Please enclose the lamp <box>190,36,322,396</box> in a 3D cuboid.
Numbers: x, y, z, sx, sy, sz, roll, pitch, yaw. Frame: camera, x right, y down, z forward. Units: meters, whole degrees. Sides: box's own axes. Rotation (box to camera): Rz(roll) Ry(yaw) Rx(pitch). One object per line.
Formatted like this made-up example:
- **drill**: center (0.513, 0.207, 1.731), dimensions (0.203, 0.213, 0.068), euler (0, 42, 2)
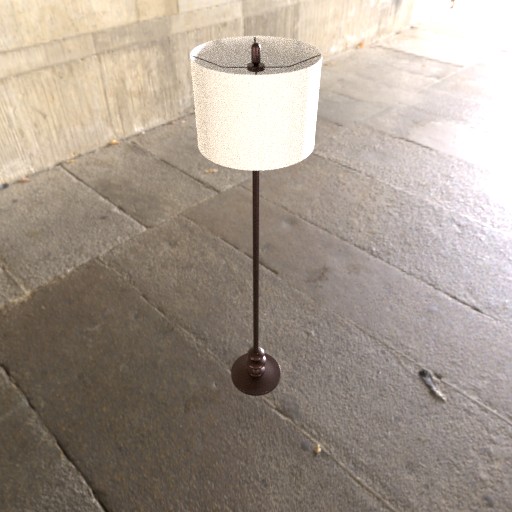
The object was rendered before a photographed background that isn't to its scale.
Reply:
- **lamp**: center (0.000, 0.000, 1.661), dimensions (0.356, 1.487, 0.356), euler (-1, 40, -1)
